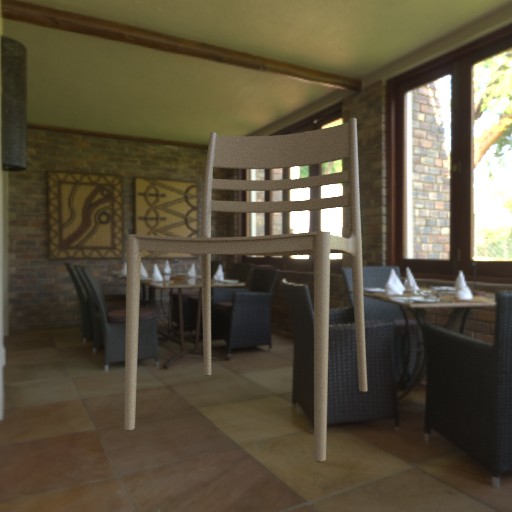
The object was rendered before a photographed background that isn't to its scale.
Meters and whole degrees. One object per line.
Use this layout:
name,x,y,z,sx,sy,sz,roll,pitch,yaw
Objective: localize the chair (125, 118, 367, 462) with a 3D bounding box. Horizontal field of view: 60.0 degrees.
chair,0.000,0.000,1.176,0.531,0.800,0.511,0,0,20
